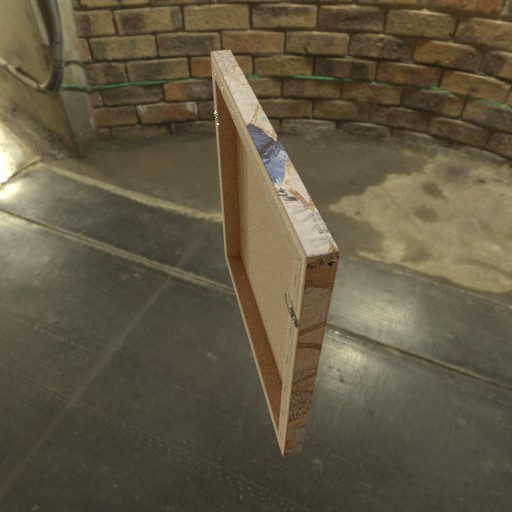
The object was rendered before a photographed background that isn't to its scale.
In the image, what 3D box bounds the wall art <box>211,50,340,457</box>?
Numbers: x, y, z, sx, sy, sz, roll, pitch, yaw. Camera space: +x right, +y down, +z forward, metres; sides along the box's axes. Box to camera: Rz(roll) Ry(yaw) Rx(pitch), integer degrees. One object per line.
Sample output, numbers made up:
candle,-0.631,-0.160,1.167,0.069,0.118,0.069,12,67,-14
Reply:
wall art,0.000,0.000,0.770,0.038,0.508,0.507,-10,47,-10
